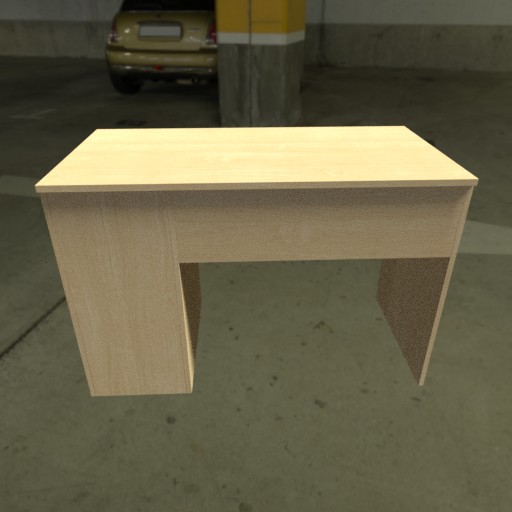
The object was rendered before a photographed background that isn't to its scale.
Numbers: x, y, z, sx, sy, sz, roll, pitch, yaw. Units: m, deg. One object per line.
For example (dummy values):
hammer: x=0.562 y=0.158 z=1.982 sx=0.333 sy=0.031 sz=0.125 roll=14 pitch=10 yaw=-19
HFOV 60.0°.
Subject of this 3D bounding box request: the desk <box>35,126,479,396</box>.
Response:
desk: x=0.000 y=0.000 z=1.518 sx=1.097 sy=0.735 sz=0.560 roll=-1 pitch=30 yaw=-2
